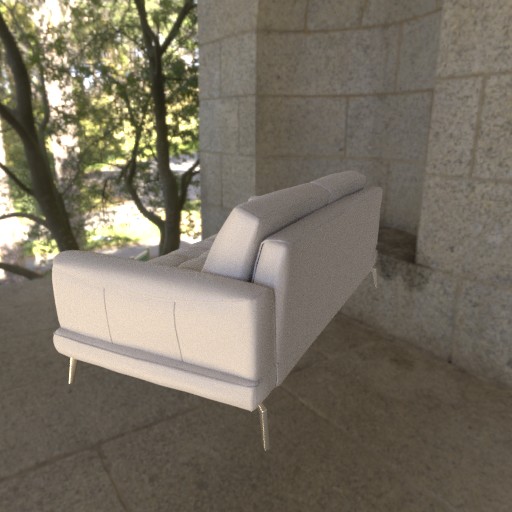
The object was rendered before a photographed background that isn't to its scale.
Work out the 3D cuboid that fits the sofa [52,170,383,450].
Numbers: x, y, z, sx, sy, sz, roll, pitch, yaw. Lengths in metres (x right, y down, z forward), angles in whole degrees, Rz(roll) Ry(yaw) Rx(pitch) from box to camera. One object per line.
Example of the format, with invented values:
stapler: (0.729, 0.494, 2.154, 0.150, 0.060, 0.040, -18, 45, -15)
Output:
sofa: (0.000, 0.000, 2.688, 1.121, 0.930, 2.177, 8, 18, 25)
